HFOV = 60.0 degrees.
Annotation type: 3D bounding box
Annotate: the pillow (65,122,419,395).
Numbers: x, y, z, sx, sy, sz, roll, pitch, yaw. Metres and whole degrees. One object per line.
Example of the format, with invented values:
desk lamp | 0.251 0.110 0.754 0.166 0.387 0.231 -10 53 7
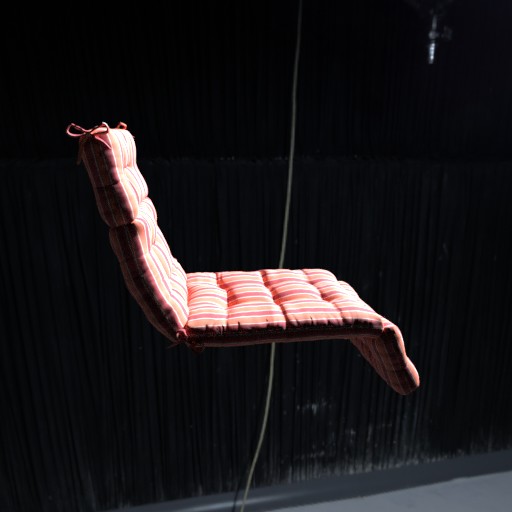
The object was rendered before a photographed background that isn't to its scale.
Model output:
pillow | 0.000 0.000 1.485 1.016 0.863 0.526 -3 16 -9
